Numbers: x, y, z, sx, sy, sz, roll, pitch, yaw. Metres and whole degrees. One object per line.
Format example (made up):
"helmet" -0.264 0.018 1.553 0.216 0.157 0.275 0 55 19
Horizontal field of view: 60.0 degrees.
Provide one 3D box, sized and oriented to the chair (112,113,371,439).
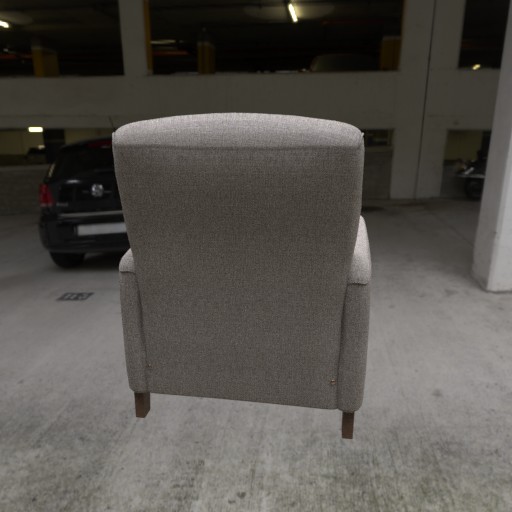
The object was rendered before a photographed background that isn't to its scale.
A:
"chair" 0.000 0.000 1.684 0.848 1.014 0.864 2 16 8
